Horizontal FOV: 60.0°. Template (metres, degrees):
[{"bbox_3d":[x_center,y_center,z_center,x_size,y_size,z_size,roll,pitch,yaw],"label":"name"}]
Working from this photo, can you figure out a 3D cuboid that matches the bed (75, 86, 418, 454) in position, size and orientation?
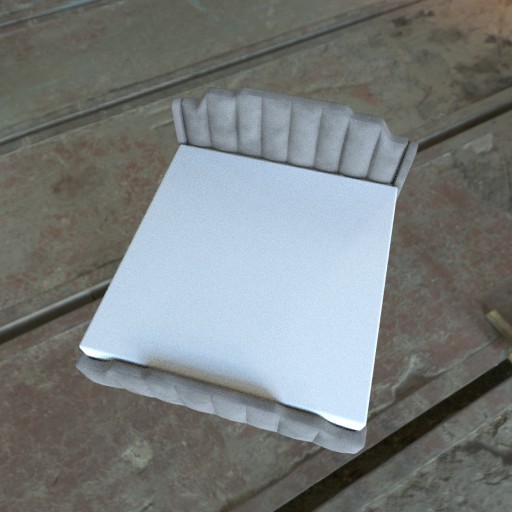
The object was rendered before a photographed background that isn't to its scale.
[{"bbox_3d":[0.000,0.000,3.450,2.074,1.245,2.340,13,59,8],"label":"bed"}]
